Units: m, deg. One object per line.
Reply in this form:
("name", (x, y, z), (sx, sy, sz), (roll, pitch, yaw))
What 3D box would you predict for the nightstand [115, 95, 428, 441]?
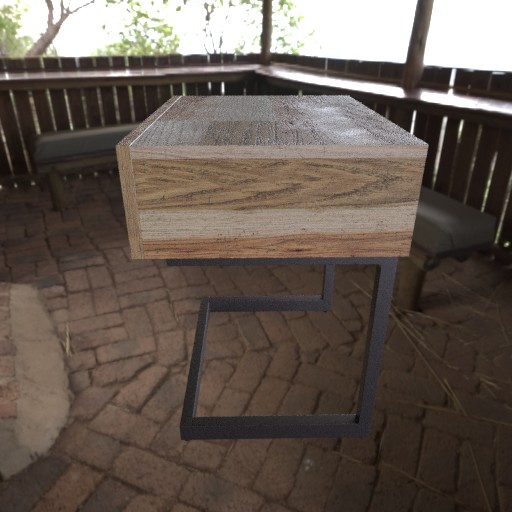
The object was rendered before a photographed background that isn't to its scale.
("nightstand", (0.000, 0.000, 1.017), (0.481, 0.632, 0.558), (0, 27, -1))
